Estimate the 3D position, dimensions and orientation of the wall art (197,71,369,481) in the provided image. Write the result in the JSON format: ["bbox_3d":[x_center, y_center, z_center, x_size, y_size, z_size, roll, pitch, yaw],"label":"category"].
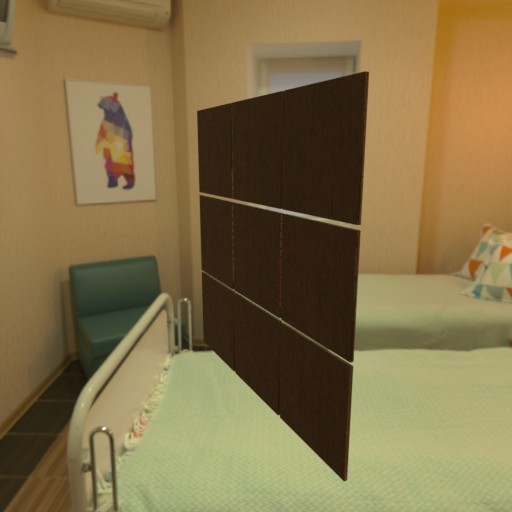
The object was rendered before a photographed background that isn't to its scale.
[{"bbox_3d":[0.000,0.000,1.789,0.013,1.213,1.215,-7,15,-27],"label":"wall art"}]
